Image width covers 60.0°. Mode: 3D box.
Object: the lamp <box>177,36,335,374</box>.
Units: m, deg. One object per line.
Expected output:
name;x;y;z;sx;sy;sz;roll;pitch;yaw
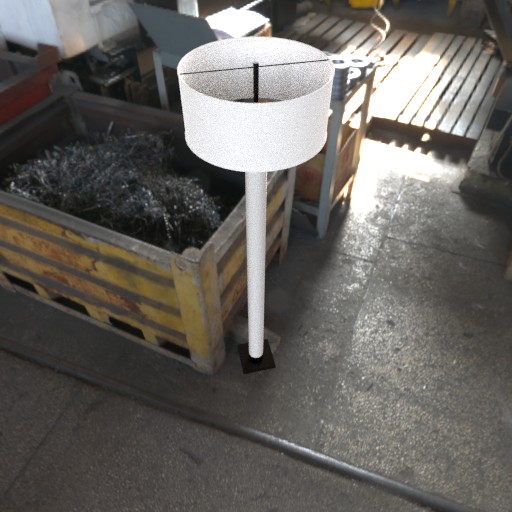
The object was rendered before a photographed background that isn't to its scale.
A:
lamp;0.000;0.000;1.705;0.420;1.475;0.420;-9;47;-9
